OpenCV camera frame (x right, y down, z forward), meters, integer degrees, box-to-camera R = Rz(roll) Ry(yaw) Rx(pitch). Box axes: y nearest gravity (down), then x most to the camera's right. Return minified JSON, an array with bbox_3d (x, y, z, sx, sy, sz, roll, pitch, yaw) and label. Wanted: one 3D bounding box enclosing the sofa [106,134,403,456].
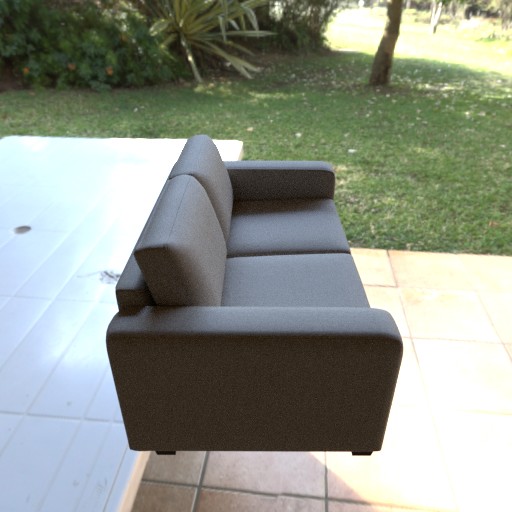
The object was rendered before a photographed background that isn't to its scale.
[{"bbox_3d":[0.000,0.000,2.012,0.900,0.800,1.540,0,31,0],"label":"sofa"}]
